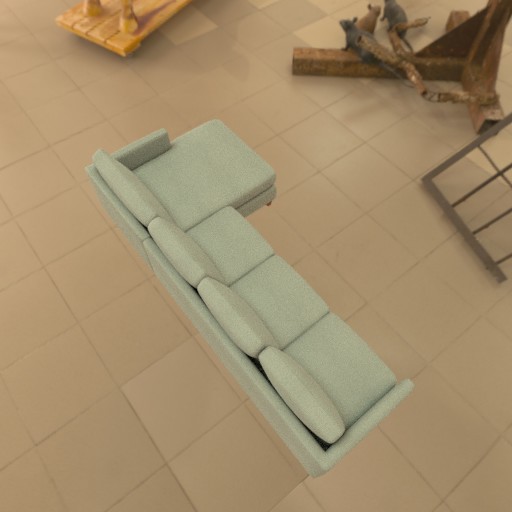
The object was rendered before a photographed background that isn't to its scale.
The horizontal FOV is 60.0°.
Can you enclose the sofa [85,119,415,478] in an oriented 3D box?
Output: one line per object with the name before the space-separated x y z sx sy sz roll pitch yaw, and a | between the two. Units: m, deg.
sofa | 0.000 0.000 4.103 1.604 0.950 3.471 -34 65 -19
